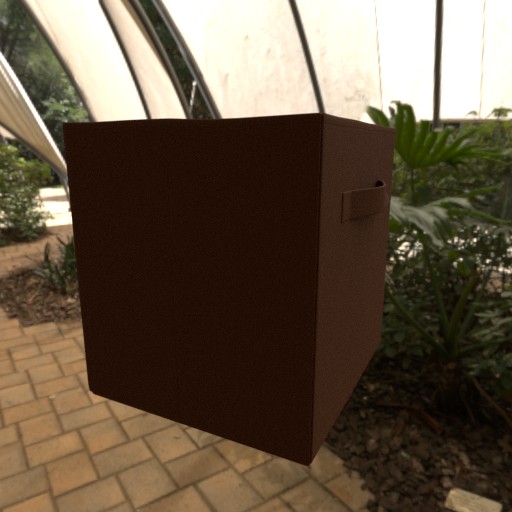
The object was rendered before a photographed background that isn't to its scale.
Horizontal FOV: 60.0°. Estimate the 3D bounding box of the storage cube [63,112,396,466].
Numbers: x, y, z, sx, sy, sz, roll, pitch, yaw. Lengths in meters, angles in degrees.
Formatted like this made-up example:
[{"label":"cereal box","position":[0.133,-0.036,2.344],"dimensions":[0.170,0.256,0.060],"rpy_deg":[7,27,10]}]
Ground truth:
[{"label":"storage cube","position":[0.000,0.000,0.494],"dimensions":[0.270,0.280,0.270],"rpy_deg":[7,15,26]}]
